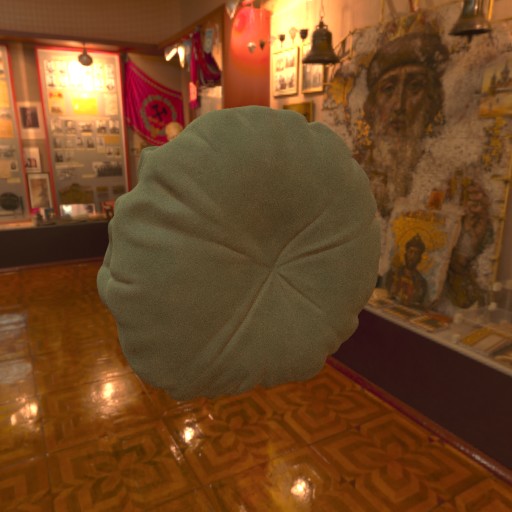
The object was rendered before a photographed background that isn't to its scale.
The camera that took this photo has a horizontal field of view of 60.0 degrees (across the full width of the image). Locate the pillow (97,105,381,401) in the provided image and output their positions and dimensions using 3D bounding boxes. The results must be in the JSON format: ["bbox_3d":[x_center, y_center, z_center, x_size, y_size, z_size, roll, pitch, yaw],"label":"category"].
[{"bbox_3d":[0.000,0.000,0.633,0.428,0.407,0.148,-7,16,-26],"label":"pillow"}]
